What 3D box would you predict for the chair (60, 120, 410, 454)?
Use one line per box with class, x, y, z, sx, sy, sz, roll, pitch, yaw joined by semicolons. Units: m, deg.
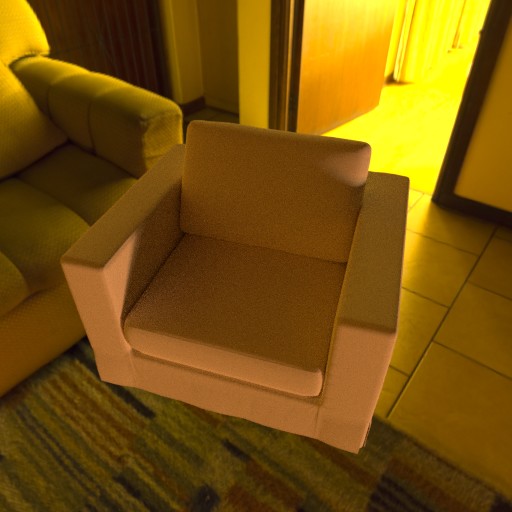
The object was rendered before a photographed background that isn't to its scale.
chair;0.000;0.000;1.829;1.150;0.878;0.957;11;41;13
